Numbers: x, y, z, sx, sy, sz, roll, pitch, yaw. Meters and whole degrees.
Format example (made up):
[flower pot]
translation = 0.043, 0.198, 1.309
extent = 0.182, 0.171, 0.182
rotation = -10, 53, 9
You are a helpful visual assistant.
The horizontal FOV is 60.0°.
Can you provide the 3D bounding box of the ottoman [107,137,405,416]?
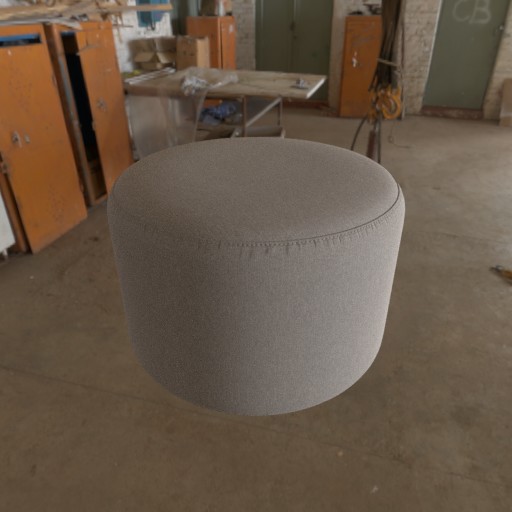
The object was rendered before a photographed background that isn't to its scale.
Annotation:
[ottoman]
translation = 0.000, 0.000, 1.014
extent = 0.608, 0.433, 0.608
rotation = 0, 30, 0
